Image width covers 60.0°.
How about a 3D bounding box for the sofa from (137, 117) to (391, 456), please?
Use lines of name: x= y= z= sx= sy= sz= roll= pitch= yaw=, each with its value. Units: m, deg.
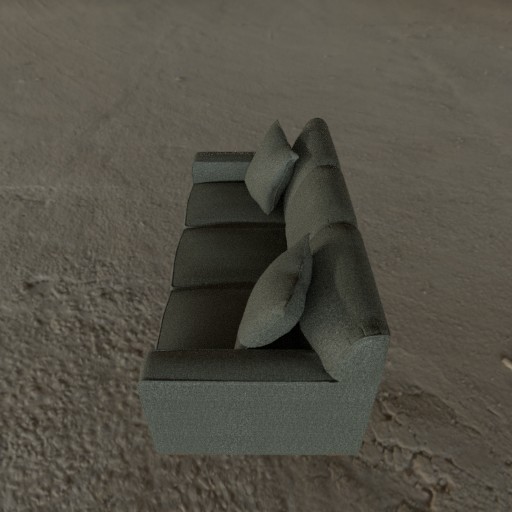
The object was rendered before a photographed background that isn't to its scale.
sofa: x=0.000 y=0.000 z=2.590 sx=0.997 sy=0.958 sz=2.024 roll=0 pitch=39 yaw=0
